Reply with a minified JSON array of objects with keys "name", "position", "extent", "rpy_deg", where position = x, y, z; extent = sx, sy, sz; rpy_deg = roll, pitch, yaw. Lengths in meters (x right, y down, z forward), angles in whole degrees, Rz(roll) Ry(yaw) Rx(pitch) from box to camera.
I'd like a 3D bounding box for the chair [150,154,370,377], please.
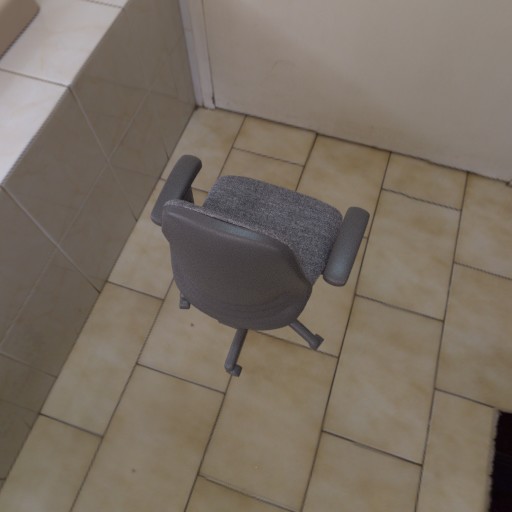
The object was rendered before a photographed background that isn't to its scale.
[{"name":"chair","position":[0.000,0.000,1.259],"extent":[0.550,0.910,0.530],"rpy_deg":[19,66,9]}]
